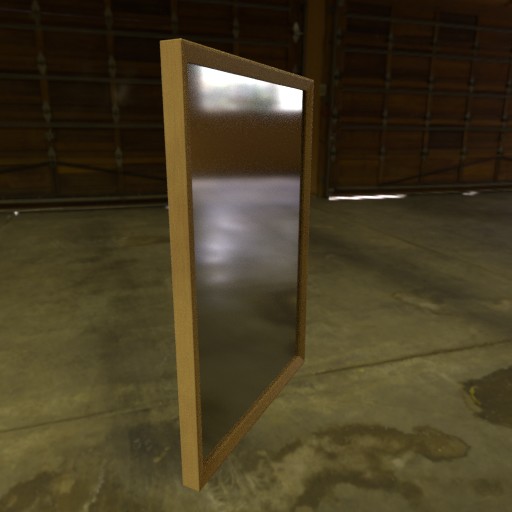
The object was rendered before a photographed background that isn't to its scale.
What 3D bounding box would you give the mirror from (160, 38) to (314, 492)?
[{"bbox_3d":[0.000,0.000,0.892,0.039,0.710,0.507,8,17,26],"label":"mirror"}]
